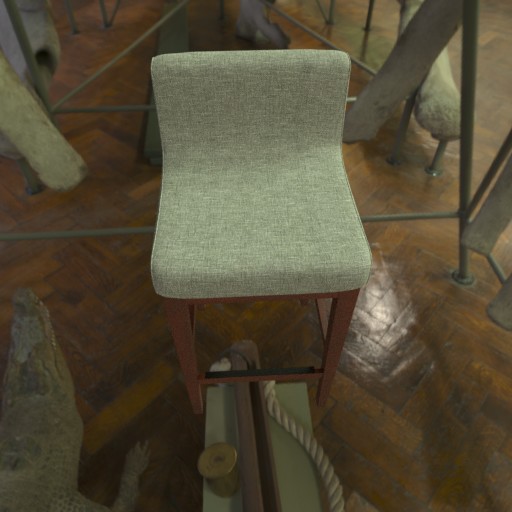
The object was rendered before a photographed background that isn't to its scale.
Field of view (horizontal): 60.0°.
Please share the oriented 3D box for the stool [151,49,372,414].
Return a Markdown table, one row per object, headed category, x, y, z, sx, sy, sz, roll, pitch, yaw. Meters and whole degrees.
| category | x | y | z | sx | sy | sz | roll | pitch | yaw |
| --- | --- | --- | --- | --- | --- | --- | --- | --- | --- |
| stool | 0.000 | 0.000 | 1.092 | 0.417 | 0.835 | 0.459 | -2 | 46 | -2 |
